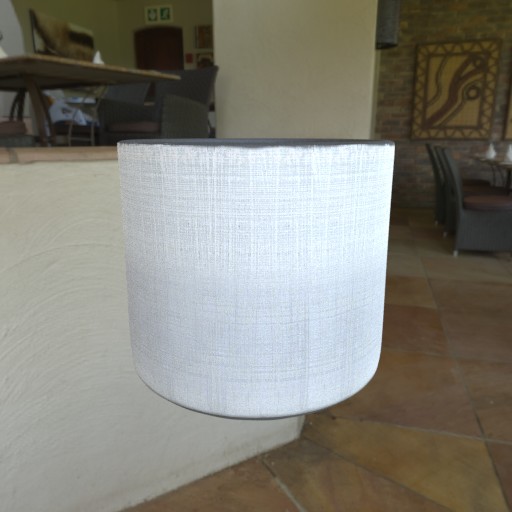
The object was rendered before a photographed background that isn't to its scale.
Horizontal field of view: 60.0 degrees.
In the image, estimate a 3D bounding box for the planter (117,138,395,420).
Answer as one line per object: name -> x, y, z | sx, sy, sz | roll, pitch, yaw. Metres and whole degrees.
planter -> 0.000, 0.000, 0.395 | 0.226, 0.201, 0.226 | 0, 16, 0
